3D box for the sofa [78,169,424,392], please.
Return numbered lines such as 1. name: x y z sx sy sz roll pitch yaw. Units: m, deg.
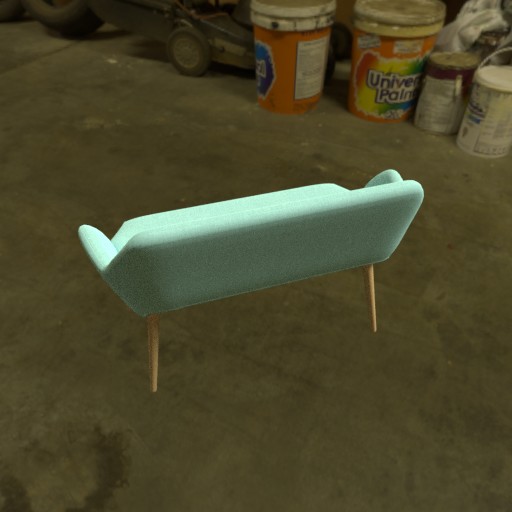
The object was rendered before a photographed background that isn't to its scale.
1. sofa: 0.000 0.000 1.635 1.150 0.840 0.610 -12 43 -13
